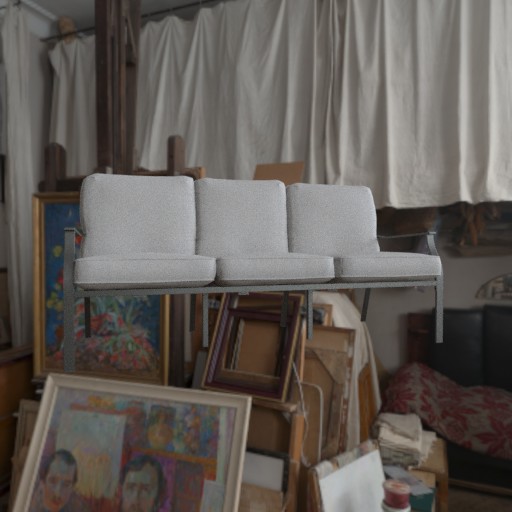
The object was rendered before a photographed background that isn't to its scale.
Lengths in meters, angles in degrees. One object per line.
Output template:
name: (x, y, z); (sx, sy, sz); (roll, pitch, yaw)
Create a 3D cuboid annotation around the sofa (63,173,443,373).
sofa: (0.000, 0.000, 2.249); (1.740, 0.860, 0.787); (0, 1, -18)
